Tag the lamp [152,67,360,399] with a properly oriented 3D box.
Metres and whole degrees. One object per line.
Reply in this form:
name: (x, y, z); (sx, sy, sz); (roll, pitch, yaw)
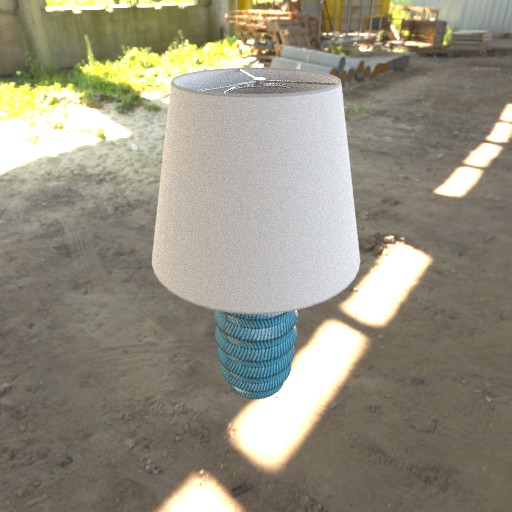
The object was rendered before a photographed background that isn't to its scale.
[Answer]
lamp: (0.000, 0.000, 0.775); (0.355, 0.582, 0.355); (0, 30, 0)
